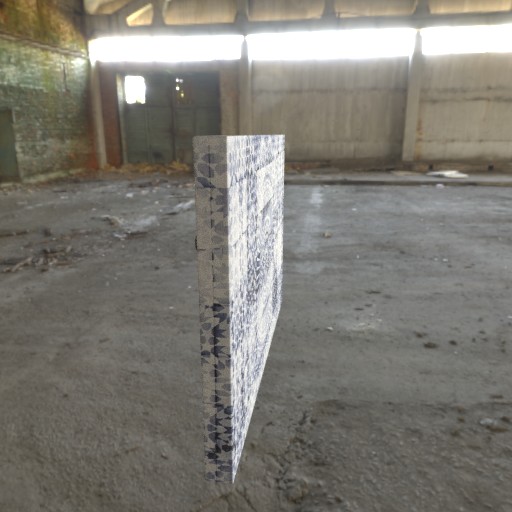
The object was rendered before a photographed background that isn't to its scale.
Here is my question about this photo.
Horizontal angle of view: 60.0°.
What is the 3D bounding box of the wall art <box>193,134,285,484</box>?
[{"bbox_3d":[0.000,0.000,1.155,0.057,0.608,0.911,2,16,8],"label":"wall art"}]
